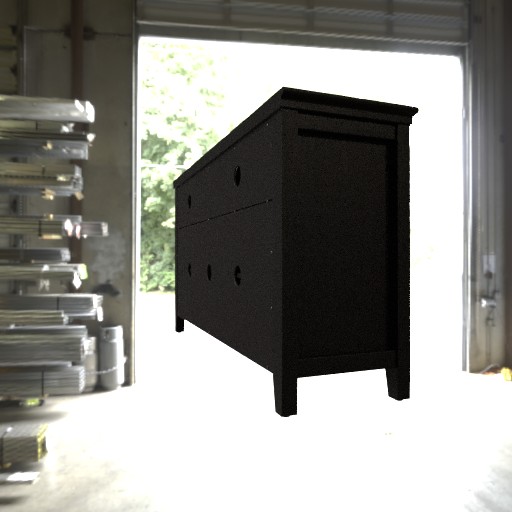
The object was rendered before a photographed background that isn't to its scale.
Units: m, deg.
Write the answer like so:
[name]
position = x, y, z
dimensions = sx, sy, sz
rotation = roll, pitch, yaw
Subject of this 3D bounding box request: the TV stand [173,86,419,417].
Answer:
[TV stand]
position = 0.000, 0.000, 1.513
dimensions = 0.347, 0.681, 1.198
rotation = 0, 0, -21
